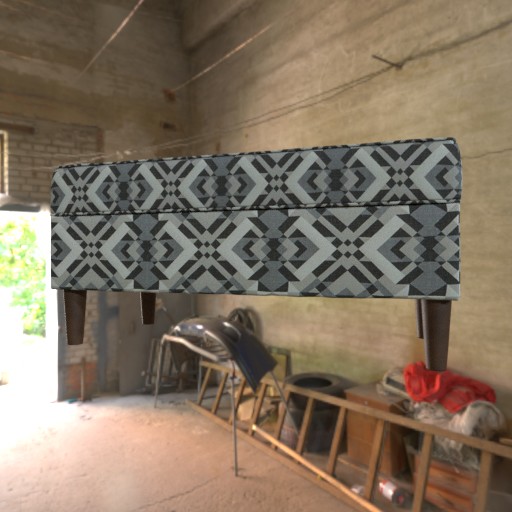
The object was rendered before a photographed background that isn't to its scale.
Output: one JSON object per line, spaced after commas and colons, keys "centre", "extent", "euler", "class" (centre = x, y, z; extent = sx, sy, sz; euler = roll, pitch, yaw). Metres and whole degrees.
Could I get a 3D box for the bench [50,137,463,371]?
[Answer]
{"centre": [0.000, 0.000, 1.248], "extent": [1.016, 0.477, 0.492], "euler": [0, 0, 17], "class": "bench"}
